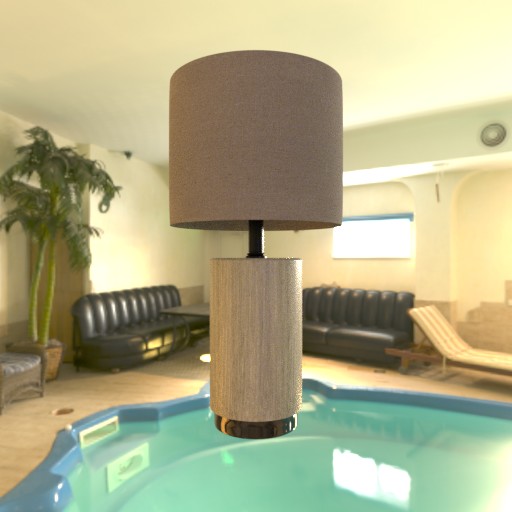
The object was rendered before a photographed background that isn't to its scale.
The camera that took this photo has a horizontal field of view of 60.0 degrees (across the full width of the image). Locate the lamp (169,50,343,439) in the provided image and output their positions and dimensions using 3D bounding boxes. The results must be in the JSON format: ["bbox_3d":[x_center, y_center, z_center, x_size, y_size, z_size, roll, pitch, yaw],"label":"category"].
[{"bbox_3d":[0.000,0.000,0.591,0.228,0.444,0.228,0,0,19],"label":"lamp"}]
